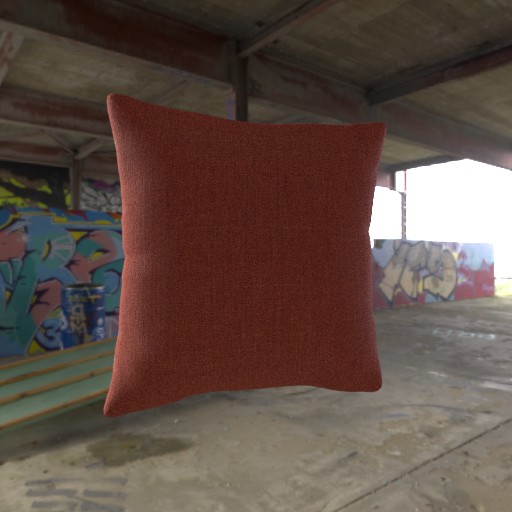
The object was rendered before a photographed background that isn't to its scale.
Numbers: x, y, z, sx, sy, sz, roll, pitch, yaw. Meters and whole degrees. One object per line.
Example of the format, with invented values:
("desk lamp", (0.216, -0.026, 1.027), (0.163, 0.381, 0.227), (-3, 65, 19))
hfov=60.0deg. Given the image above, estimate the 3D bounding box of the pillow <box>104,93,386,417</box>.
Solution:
("pillow", (0.000, 0.000, 0.659), (0.429, 0.434, 0.159), (0, 0, -18))
